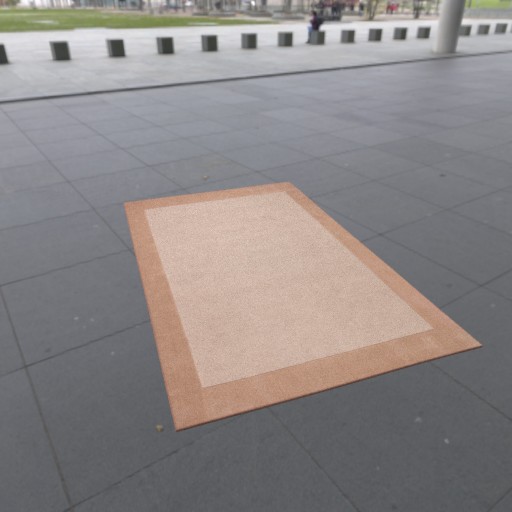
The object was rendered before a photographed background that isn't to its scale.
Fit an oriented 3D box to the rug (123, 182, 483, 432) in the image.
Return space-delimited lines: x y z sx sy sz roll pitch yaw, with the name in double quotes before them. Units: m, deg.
"rug" 0.000 0.000 2.970 1.524 0.014 2.438 -10 31 -17
